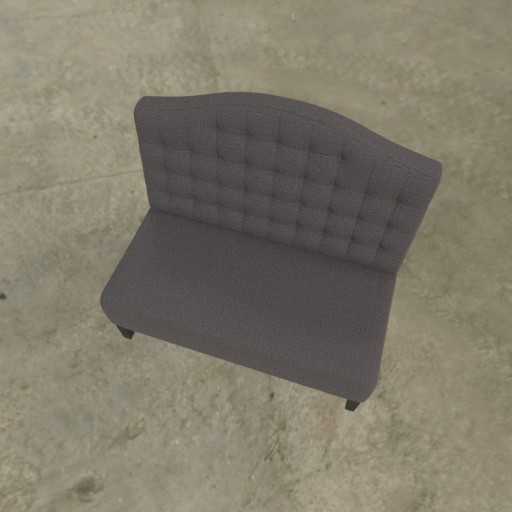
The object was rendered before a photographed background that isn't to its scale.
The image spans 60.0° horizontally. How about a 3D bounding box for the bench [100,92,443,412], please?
[{"bbox_3d":[0.000,0.000,2.056,1.335,1.180,0.815,15,59,9],"label":"bench"}]
